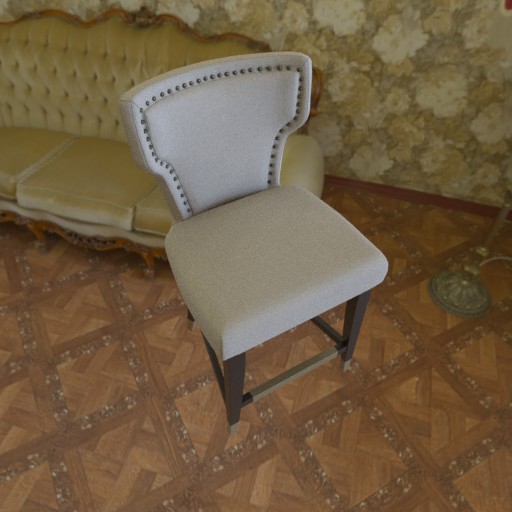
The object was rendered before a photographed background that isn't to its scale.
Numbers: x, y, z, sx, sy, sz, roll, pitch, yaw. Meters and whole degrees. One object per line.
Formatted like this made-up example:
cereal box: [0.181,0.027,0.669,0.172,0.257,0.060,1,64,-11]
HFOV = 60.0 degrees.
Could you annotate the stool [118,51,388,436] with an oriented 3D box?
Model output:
stool: [0.000,0.000,1.326,0.527,0.982,0.563,-23,50,-20]
